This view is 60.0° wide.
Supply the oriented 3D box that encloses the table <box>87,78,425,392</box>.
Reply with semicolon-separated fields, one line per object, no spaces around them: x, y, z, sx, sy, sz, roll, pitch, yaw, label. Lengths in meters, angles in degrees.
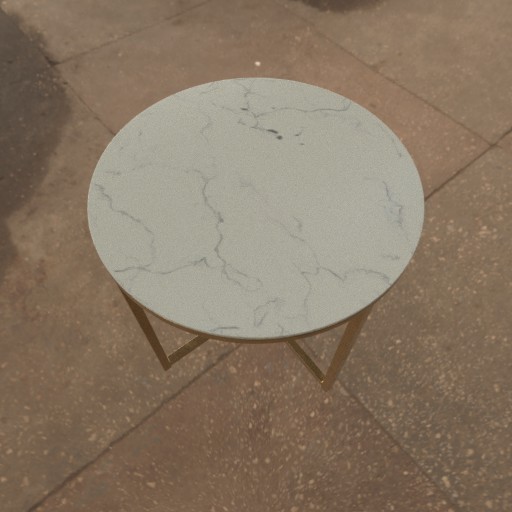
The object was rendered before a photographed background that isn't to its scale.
0.000;0.000;0.847;0.500;0.420;0.500;0;58;0;table
